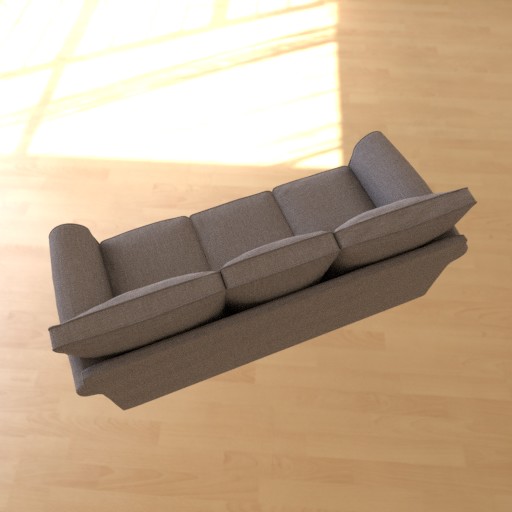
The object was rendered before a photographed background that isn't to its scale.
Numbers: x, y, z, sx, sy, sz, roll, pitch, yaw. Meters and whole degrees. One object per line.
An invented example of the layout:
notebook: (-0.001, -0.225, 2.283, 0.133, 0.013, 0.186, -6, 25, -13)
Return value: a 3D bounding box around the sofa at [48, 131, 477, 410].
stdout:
sofa: (0.000, 0.000, 2.489, 2.084, 0.961, 0.916, -19, 61, -11)
